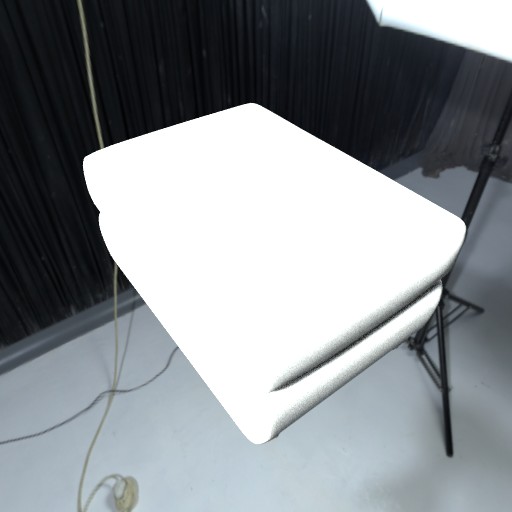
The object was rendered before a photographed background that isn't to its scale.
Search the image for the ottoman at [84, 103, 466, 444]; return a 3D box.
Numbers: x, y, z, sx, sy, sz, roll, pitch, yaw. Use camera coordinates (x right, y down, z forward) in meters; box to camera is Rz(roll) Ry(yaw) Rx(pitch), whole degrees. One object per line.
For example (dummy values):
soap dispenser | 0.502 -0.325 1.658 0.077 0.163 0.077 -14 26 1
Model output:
ottoman | 0.000 0.000 1.143 0.569 0.499 0.773 -26 48 -26
